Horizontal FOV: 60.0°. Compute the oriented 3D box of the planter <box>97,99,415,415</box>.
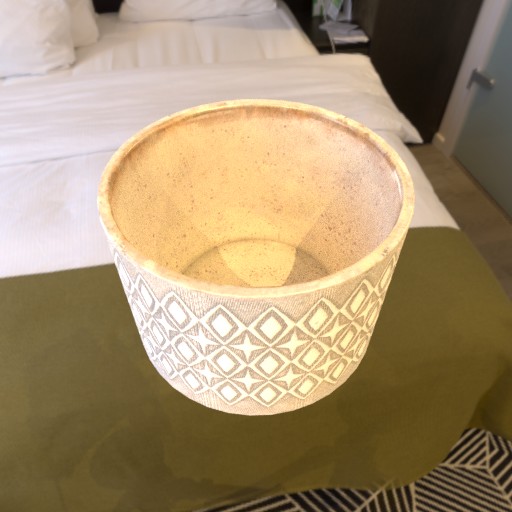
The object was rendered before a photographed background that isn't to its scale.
[{"bbox_3d":[0.000,0.000,0.319,0.186,0.144,0.186,0,47,0],"label":"planter"}]
